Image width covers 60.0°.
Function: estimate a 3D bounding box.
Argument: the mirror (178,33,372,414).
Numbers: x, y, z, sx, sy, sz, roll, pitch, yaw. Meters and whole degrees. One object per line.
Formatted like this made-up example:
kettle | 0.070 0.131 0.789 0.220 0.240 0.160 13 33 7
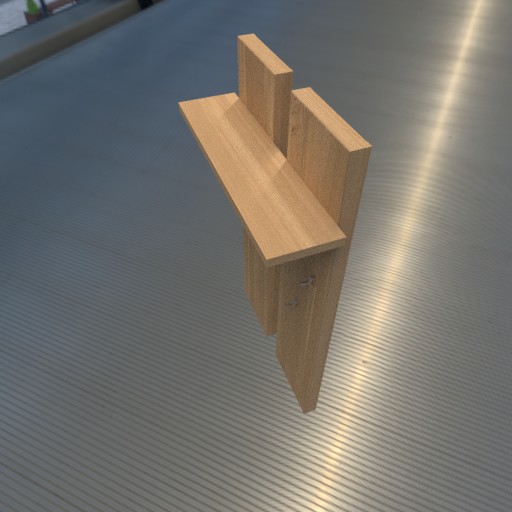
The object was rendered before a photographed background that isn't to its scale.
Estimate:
mirror | 0.000 0.000 1.591 0.260 1.250 0.800 -16 48 -15
